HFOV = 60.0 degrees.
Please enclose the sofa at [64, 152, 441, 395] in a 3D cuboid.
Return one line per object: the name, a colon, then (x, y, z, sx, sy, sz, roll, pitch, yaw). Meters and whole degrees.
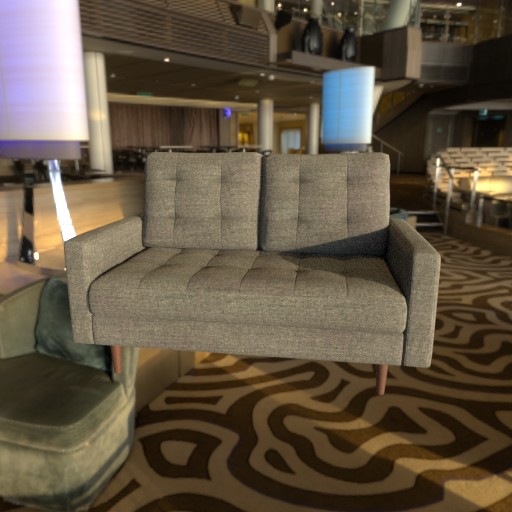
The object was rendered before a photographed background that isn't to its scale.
sofa: (0.000, 0.000, 2.002, 1.407, 0.907, 0.842, 2, 14, 9)
